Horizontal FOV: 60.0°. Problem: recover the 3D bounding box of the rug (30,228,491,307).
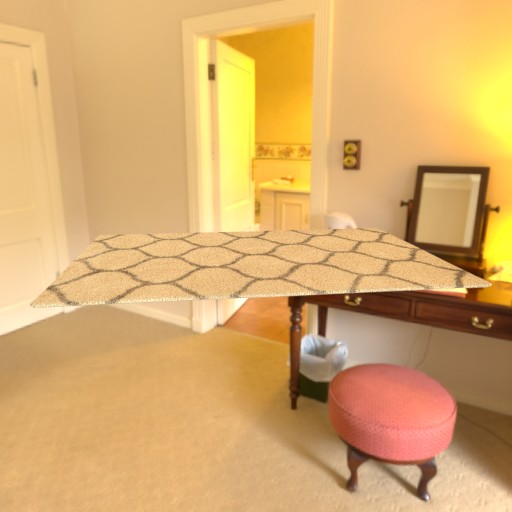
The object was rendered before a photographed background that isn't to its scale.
[{"bbox_3d":[0.000,0.000,3.415,2.701,0.026,1.801,-2,15,-7],"label":"rug"}]
